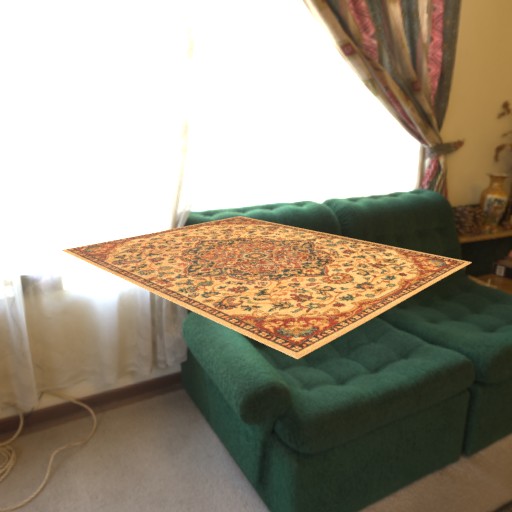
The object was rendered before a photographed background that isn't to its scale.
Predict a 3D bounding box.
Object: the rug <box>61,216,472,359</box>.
[{"bbox_3d":[0.000,0.000,4.208,3.067,0.005,2.454,16,22,43],"label":"rug"}]
